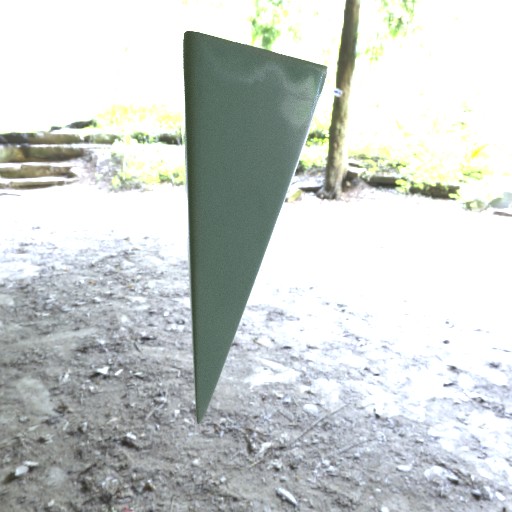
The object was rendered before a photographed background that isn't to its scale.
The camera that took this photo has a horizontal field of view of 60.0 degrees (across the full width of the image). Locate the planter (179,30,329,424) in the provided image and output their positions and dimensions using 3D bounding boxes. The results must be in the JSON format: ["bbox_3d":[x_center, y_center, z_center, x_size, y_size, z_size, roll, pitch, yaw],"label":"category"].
[{"bbox_3d":[0.000,0.000,0.210,0.064,0.178,0.080,-3,16,-10],"label":"planter"}]
